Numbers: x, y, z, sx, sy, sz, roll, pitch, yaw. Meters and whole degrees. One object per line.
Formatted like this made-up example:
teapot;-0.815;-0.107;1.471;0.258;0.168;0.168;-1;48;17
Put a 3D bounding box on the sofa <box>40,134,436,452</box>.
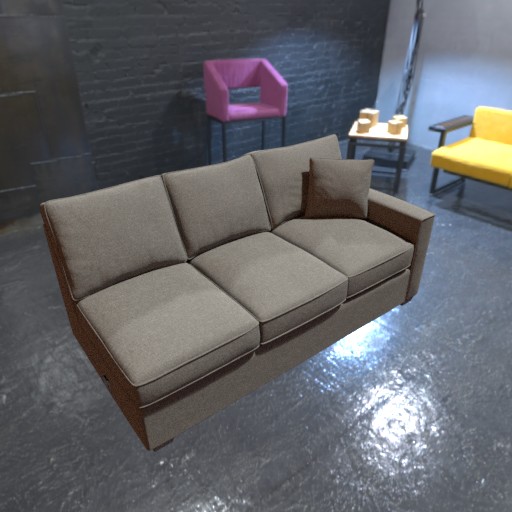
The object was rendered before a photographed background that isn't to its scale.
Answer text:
sofa;0.000;0.000;2.527;1.963;0.946;1.034;-21;36;-32
